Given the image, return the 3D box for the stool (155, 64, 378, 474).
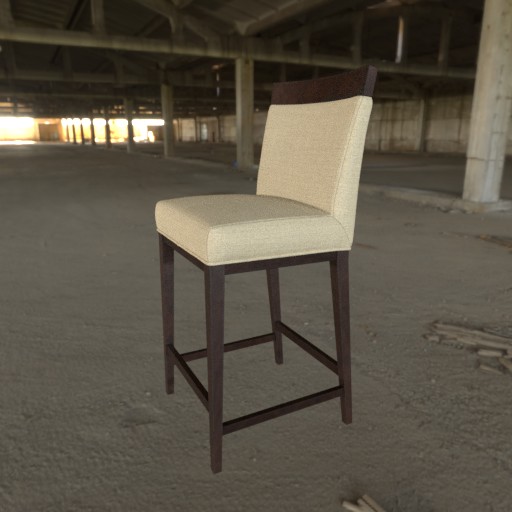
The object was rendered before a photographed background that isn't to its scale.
[{"bbox_3d":[0.000,0.000,1.437,0.531,1.117,0.511,-8,18,-27],"label":"stool"}]
